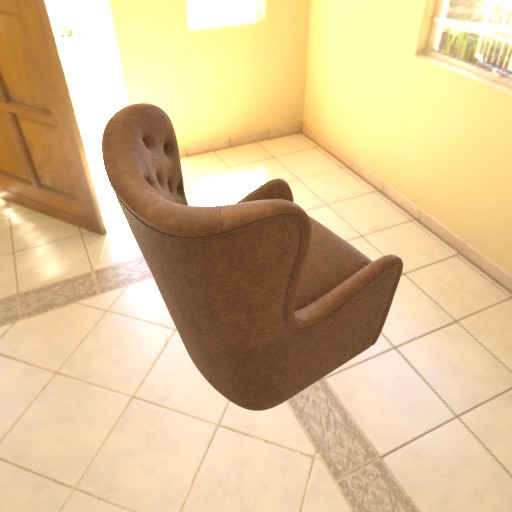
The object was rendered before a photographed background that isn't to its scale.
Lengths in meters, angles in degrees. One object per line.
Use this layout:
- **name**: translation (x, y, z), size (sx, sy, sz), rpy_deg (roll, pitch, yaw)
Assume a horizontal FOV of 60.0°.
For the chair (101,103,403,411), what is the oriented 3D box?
- **chair**: translation (0.000, 0.000, 1.745), size (0.930, 1.079, 0.831), rpy_deg (-25, 46, -26)
